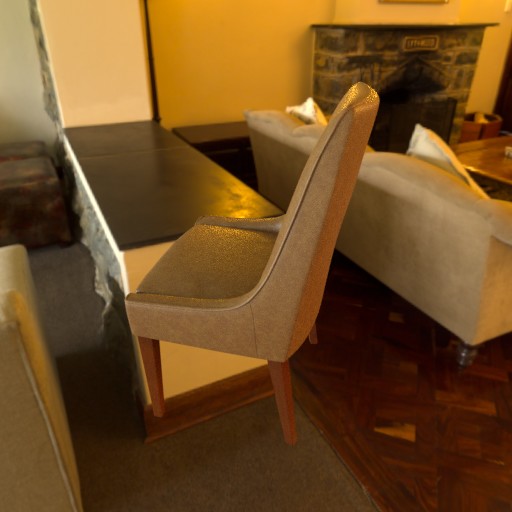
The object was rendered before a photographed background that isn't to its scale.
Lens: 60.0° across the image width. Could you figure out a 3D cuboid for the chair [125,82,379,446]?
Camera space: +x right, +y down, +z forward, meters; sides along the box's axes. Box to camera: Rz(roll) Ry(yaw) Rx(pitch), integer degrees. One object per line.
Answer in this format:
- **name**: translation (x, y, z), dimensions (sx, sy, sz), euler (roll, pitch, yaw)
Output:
- **chair**: translation (0.000, 0.000, 1.199), dimensions (0.544, 0.861, 0.529), euler (7, 29, 13)
